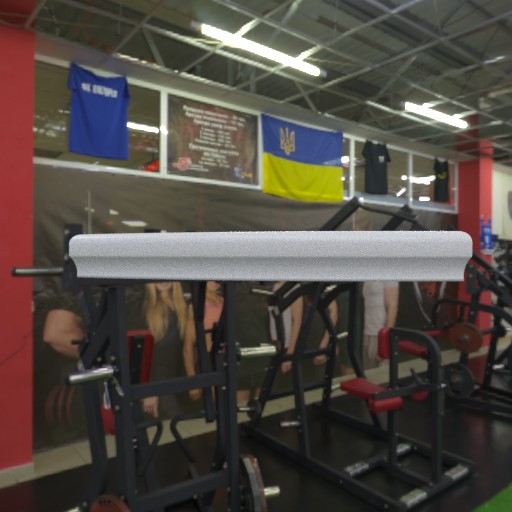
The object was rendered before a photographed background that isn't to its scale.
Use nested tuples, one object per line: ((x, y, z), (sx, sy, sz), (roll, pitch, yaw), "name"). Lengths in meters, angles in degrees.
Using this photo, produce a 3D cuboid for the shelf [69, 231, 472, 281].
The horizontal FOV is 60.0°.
((0.000, 0.000, 0.475), (0.310, 0.050, 0.310), (0, 0, -35), "shelf")
